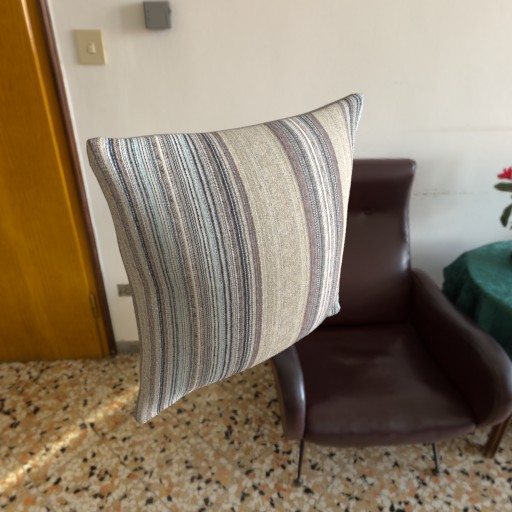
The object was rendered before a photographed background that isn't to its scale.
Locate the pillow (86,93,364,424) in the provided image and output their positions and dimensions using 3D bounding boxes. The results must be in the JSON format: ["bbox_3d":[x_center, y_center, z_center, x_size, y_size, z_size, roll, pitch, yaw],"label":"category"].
[{"bbox_3d":[0.000,0.000,0.656,0.435,0.416,0.189,-22,36,-34],"label":"pillow"}]
